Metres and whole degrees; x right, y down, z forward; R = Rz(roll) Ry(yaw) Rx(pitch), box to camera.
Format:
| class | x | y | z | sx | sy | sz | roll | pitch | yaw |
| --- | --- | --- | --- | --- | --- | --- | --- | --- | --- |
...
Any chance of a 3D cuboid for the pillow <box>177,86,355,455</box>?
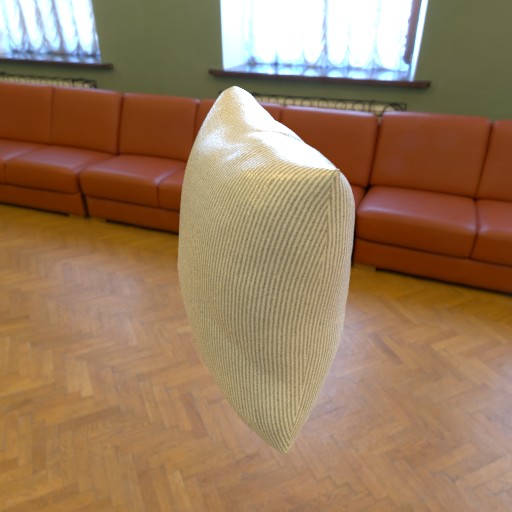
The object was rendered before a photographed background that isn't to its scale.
| class | x | y | z | sx | sy | sz | roll | pitch | yaw |
| --- | --- | --- | --- | --- | --- | --- | --- | --- | --- |
| pillow | 0.000 | 0.000 | 0.690 | 0.310 | 0.432 | 0.387 | 10 | 32 | 17 |
